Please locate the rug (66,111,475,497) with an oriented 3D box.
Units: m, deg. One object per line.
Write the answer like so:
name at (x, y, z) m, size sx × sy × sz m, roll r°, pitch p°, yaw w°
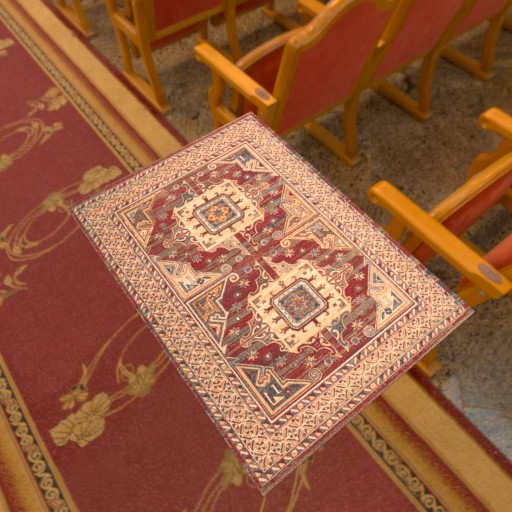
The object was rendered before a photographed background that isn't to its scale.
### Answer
rug at (0.000, 0.000, 2.850) m, size 1.599 × 0.011 × 2.210 m, roll -33°, pitch 64°, yaw -19°
